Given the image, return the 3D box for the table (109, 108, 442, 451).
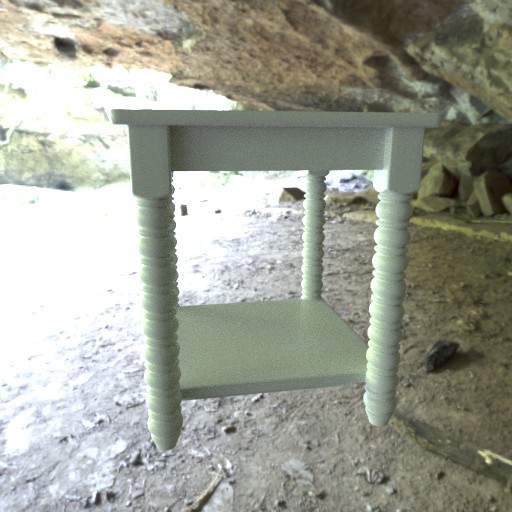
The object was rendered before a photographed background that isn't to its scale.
[{"bbox_3d":[0.000,0.000,0.965,0.500,0.563,0.533,-2,14,-10],"label":"table"}]
